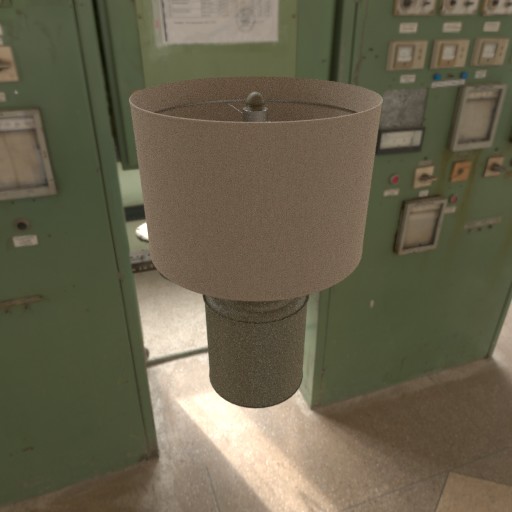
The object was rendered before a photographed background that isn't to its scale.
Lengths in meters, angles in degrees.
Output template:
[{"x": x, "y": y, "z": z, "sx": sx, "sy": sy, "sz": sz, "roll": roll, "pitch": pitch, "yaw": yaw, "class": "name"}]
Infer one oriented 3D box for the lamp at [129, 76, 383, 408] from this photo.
[{"x": 0.000, "y": 0.000, "z": 0.690, "sx": 0.318, "sy": 0.486, "sz": 0.318, "roll": 0, "pitch": 30, "yaw": 0, "class": "lamp"}]
